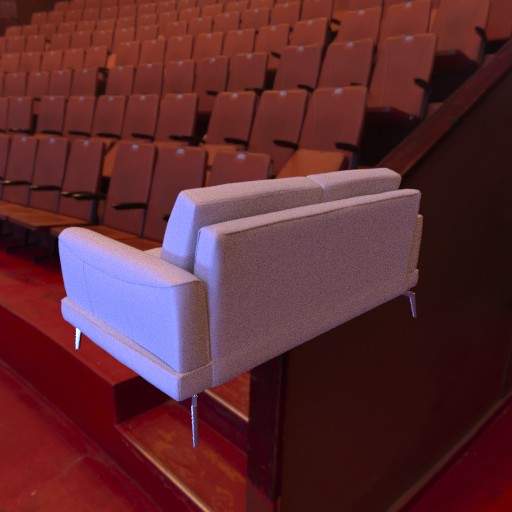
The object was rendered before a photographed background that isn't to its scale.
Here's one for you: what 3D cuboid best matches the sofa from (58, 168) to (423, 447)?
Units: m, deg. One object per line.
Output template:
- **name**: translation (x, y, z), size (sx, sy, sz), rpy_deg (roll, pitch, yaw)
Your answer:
- **sofa**: translation (0.000, 0.000, 2.449), size (1.819, 0.930, 1.121), rpy_deg (-15, 22, -42)
